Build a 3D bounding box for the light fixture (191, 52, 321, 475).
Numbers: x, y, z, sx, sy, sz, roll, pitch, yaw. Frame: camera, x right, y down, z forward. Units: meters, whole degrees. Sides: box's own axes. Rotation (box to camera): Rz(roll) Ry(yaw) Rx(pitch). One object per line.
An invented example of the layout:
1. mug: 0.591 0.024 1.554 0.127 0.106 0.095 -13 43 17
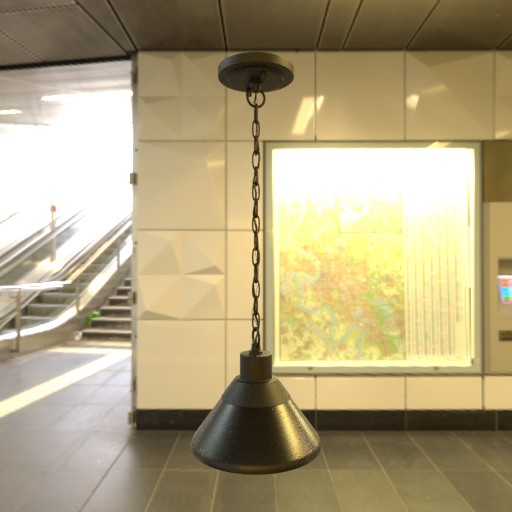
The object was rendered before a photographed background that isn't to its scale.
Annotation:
1. light fixture: 0.000 0.000 0.697 0.201 0.588 0.201 0 -1 -19
